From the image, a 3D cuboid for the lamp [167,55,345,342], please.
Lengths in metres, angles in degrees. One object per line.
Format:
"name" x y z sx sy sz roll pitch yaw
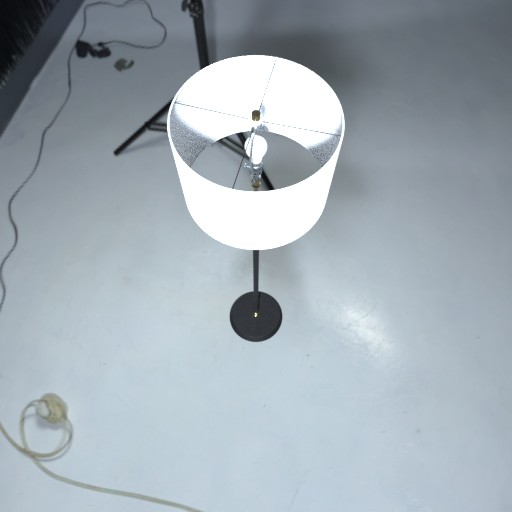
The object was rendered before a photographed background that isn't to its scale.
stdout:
"lamp" 0.000 0.000 1.684 0.404 1.517 0.404 13 66 6
